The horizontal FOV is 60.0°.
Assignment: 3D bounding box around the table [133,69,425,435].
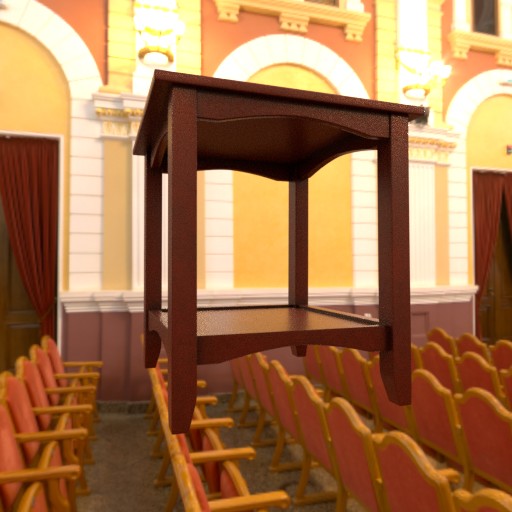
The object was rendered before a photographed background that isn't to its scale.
[{"bbox_3d":[0.000,0.000,0.986,0.522,0.558,0.523,0,-1,-17],"label":"table"}]
